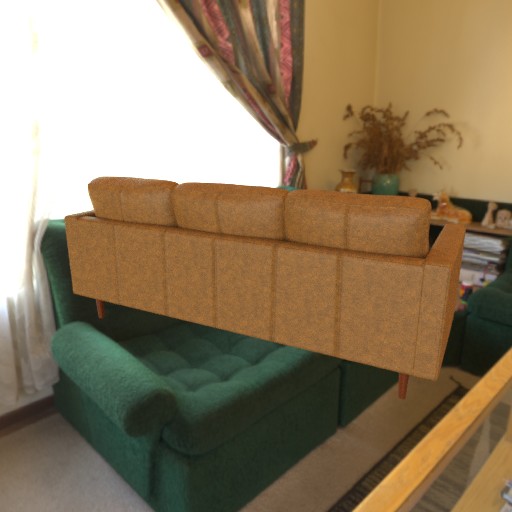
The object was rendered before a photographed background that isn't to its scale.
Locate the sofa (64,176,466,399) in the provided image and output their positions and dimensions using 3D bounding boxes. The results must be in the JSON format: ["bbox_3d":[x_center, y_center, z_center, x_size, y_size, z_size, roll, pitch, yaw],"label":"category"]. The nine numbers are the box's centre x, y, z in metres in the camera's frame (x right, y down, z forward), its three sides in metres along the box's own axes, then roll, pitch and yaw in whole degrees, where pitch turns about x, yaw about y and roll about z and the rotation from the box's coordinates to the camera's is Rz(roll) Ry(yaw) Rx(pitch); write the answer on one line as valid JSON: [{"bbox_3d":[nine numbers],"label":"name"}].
[{"bbox_3d":[0.000,0.000,2.692,2.231,0.930,0.903,8,18,27],"label":"sofa"}]
